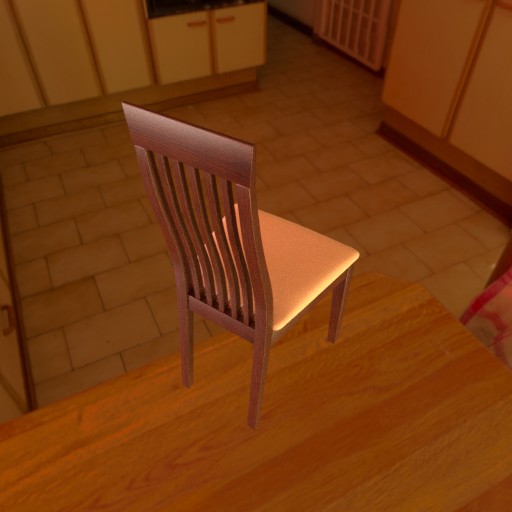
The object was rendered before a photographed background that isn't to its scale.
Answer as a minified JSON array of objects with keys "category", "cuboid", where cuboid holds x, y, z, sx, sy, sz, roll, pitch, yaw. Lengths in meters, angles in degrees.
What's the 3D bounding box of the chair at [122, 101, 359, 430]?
[{"category":"chair","cuboid":[0.000,0.000,1.261,0.460,1.027,0.474,24,49,23]}]
